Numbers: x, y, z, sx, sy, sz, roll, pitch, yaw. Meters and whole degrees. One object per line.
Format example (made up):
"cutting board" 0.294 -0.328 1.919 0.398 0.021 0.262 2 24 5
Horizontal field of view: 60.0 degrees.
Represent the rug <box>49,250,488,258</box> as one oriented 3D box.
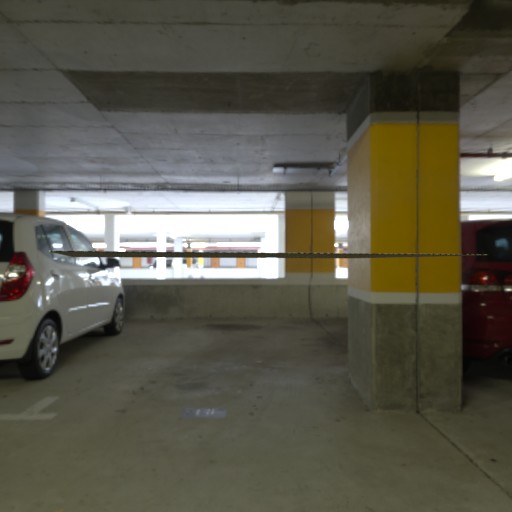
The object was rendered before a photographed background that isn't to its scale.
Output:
"rug" 0.000 0.000 2.203 1.750 0.004 1.177 0 -1 -19
